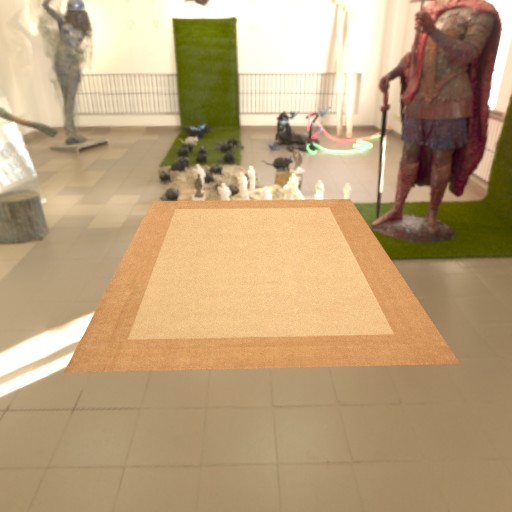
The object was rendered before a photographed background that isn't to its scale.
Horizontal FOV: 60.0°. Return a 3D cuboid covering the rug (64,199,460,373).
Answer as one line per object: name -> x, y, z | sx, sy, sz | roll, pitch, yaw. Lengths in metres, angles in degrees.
rug -> 0.000, 0.000, 4.086 | 2.438, 0.014, 3.048 | -1, 27, -2
